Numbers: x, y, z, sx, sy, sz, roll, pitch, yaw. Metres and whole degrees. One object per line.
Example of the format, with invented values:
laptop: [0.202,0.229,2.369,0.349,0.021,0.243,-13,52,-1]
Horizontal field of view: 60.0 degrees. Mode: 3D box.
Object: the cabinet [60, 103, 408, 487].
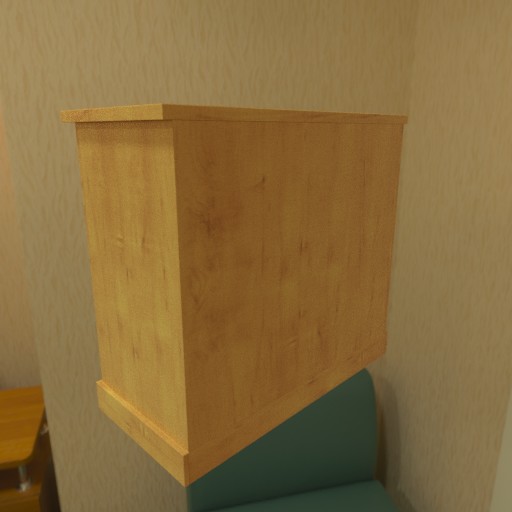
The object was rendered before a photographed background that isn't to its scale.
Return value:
cabinet: [0.000,0.000,1.370,0.920,0.840,0.450,-15,22,-43]
